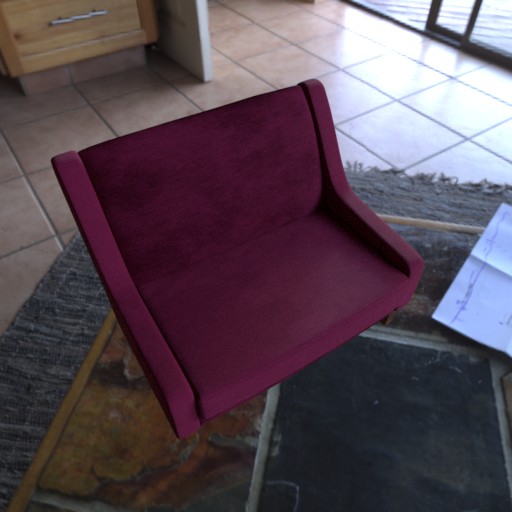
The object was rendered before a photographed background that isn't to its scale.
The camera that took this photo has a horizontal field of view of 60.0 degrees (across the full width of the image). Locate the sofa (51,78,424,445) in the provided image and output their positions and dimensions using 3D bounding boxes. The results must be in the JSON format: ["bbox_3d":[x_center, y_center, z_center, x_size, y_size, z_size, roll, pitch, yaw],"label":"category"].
[{"bbox_3d":[0.000,0.000,1.939,1.242,0.976,0.946,-25,51,-22],"label":"sofa"}]
